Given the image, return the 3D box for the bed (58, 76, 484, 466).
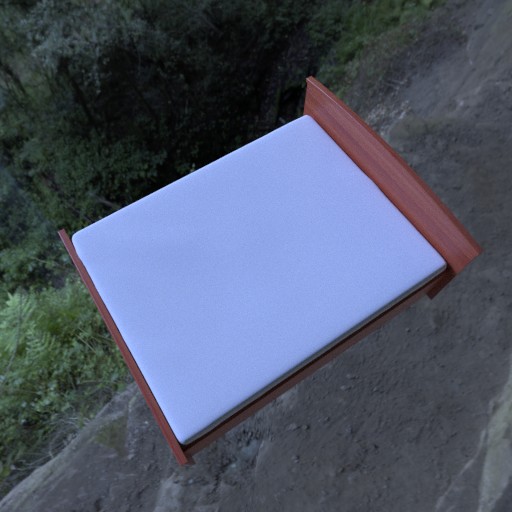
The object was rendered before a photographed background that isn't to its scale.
[{"bbox_3d":[0.000,0.000,2.949,2.053,0.848,1.683,-30,68,-14],"label":"bed"}]
